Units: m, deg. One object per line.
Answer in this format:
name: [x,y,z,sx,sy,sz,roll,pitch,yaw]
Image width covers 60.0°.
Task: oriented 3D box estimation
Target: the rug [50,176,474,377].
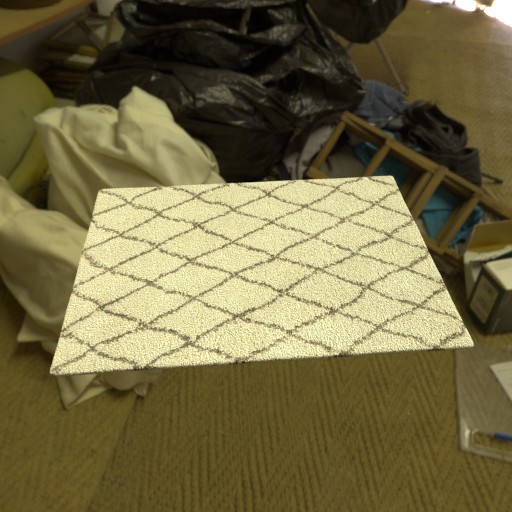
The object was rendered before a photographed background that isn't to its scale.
rug: [0.000,0.000,2.264,1.778,0.030,1.219,-3,46,-3]
